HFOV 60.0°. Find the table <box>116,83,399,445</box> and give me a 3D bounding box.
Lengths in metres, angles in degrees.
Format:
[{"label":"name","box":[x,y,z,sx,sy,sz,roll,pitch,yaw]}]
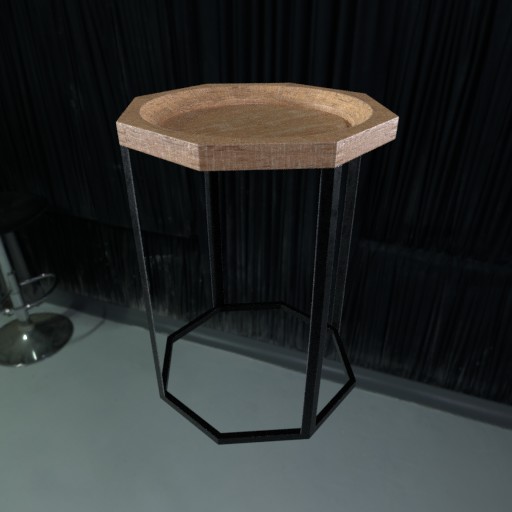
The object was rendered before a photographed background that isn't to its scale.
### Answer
[{"label":"table","box":[0.000,0.000,0.844,0.437,0.553,0.437,10,32,16]}]
